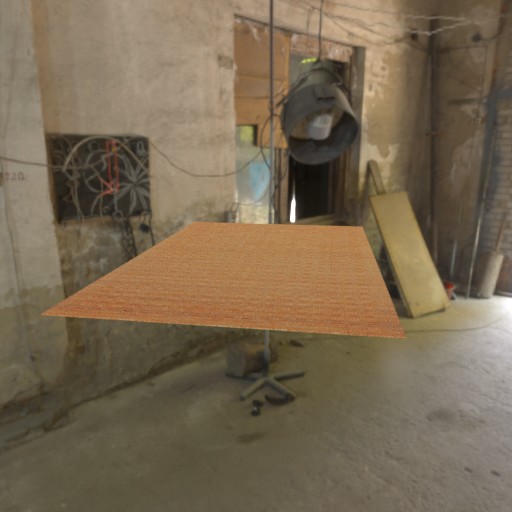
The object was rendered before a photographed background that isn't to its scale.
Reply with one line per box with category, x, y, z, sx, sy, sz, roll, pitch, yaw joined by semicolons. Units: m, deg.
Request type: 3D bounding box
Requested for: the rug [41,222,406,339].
rug;0.000;0.000;2.900;1.524;0.006;2.285;2;15;9
